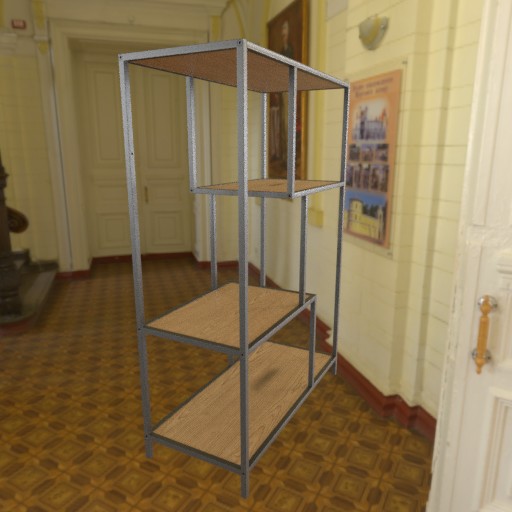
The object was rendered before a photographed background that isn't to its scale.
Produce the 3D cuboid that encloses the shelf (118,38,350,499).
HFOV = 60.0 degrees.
[{"bbox_3d":[0.000,0.000,1.464,0.350,1.138,0.770,7,16,27],"label":"shelf"}]
